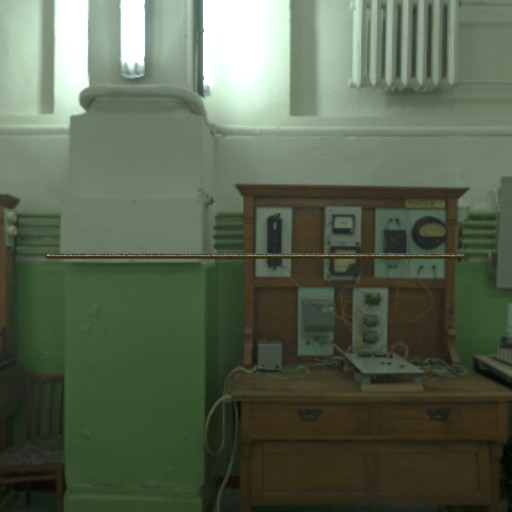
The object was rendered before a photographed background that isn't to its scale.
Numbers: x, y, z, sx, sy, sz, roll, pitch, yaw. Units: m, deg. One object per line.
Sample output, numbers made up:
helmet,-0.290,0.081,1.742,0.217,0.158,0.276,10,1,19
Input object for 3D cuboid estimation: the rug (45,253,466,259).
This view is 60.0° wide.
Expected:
rug,0.000,0.000,4.073,2.435,0.031,3.040,0,0,0
